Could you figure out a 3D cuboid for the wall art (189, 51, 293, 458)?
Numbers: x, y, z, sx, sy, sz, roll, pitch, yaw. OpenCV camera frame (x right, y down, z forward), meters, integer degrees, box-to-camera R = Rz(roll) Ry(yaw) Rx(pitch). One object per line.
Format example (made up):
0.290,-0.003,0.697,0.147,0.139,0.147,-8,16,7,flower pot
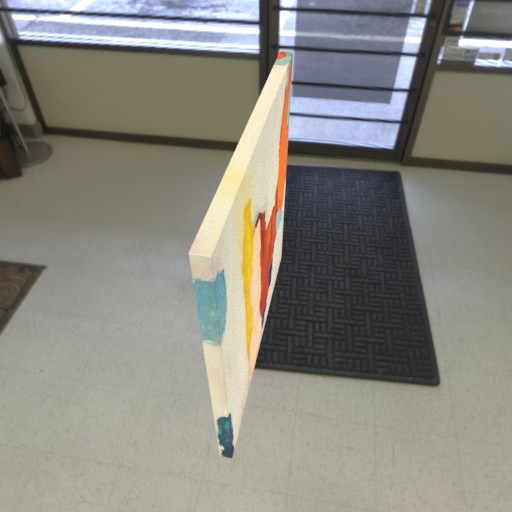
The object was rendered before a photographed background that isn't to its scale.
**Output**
0.000,0.000,1.241,0.037,0.814,0.814,9,46,8,wall art
